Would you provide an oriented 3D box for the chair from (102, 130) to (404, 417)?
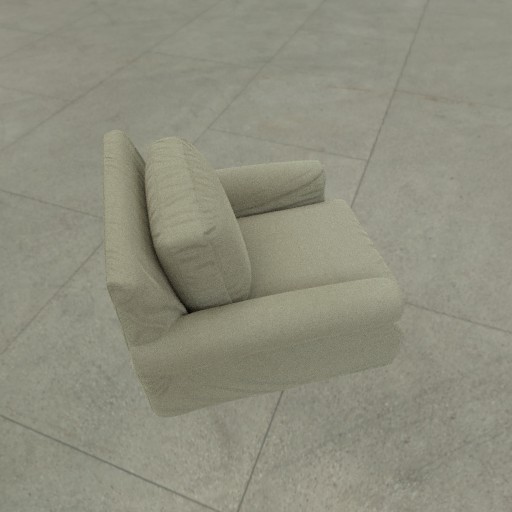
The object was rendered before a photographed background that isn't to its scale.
[{"bbox_3d":[0.000,0.000,1.803,1.066,0.866,0.940,-10,46,-10],"label":"chair"}]
